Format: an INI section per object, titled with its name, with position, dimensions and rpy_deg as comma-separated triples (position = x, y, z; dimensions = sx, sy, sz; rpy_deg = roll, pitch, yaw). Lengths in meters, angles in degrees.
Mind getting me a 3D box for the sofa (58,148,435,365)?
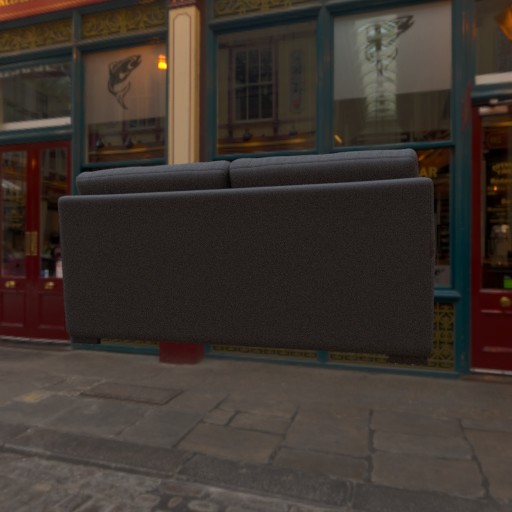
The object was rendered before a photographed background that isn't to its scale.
[sofa]
position = 0.000, 0.000, 2.554
dimensions = 1.880, 0.940, 1.143
rpy_deg = 0, -1, 17
